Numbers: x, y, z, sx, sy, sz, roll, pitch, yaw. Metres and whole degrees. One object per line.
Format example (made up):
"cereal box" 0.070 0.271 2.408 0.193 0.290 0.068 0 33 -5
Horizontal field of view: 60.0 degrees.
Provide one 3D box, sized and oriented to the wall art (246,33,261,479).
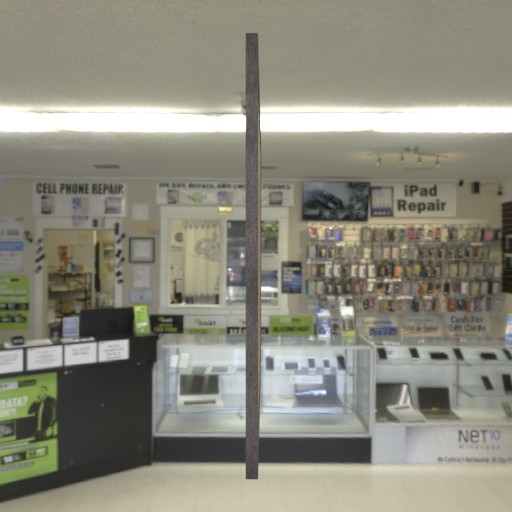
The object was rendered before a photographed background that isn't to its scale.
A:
"wall art" 0.000 0.000 0.682 0.013 0.457 0.457 0 0 1
